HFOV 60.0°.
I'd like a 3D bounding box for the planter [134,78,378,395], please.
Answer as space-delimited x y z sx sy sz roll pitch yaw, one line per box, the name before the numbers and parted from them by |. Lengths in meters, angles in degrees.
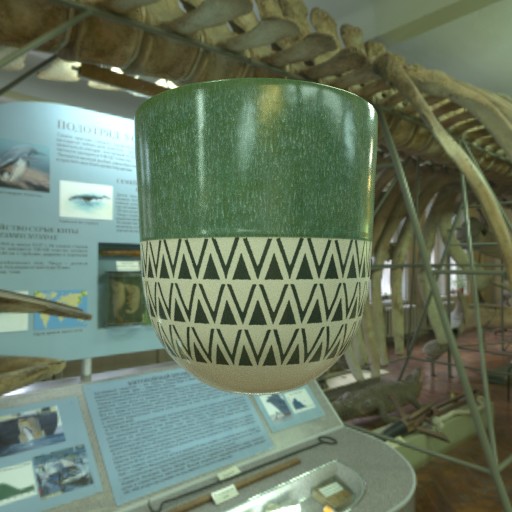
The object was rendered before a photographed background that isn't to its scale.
planter | 0.000 0.000 0.365 0.195 0.214 0.195 0 -1 0
